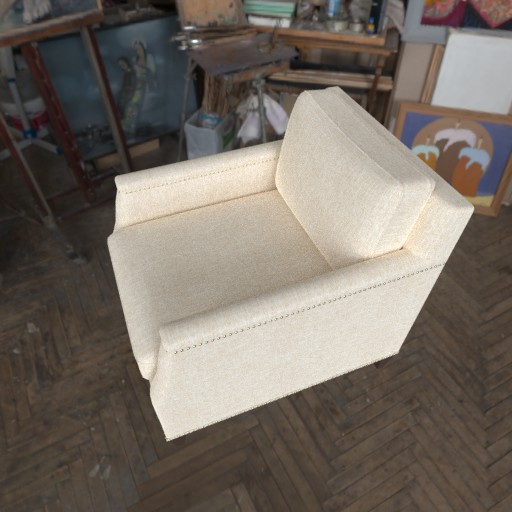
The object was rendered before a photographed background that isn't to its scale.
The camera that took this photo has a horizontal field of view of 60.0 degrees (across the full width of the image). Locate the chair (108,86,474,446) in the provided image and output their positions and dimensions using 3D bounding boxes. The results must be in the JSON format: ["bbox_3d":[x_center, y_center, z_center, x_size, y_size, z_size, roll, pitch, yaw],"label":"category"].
[{"bbox_3d":[0.000,0.000,1.708,1.041,0.940,0.838,-16,49,-15],"label":"chair"}]
